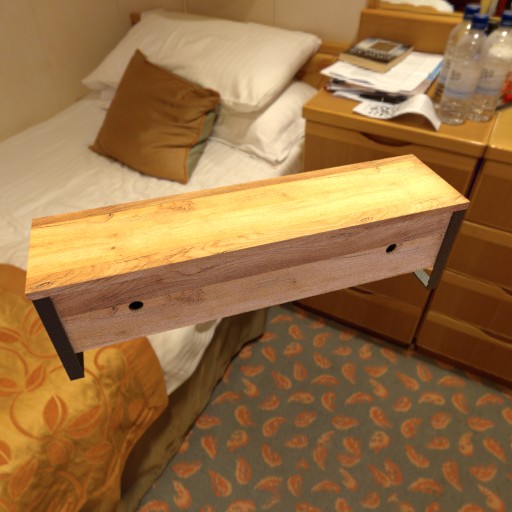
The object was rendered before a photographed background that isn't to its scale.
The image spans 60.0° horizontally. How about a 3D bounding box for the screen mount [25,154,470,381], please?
[{"bbox_3d":[0.000,0.000,1.739,1.524,0.450,0.395,-12,43,-13],"label":"screen mount"}]
